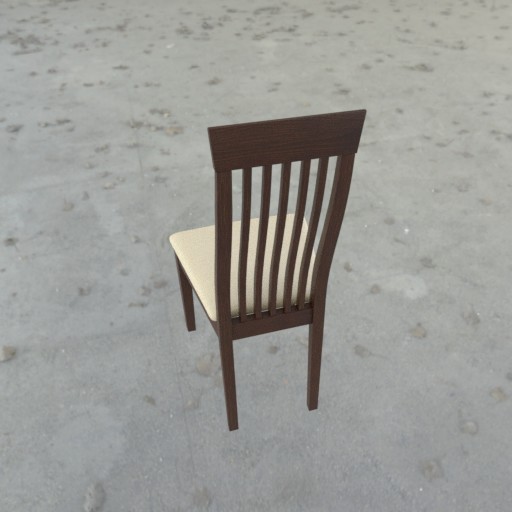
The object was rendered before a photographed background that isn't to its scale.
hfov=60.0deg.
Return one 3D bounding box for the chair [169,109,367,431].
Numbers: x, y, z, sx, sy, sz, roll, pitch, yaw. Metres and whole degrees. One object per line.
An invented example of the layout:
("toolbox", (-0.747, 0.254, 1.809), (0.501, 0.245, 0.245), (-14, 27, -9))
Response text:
("chair", (0.000, 0.000, 1.277), (0.460, 1.027, 0.474), (-10, 42, -11))
